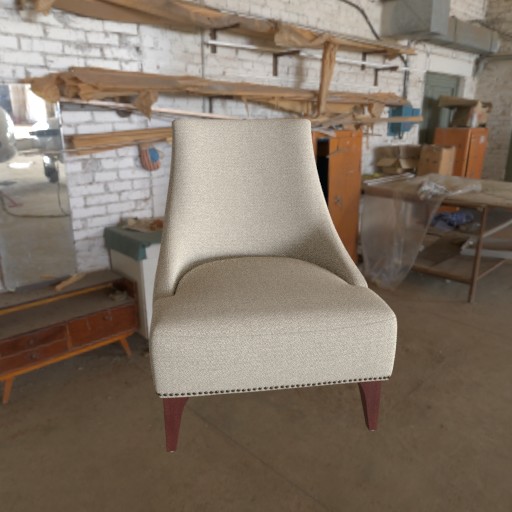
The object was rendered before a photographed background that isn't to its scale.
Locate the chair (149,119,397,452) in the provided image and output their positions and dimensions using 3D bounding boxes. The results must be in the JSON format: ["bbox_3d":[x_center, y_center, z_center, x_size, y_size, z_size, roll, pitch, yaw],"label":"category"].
[{"bbox_3d":[0.000,0.000,1.545,0.701,0.909,0.861,-3,18,-8],"label":"chair"}]
